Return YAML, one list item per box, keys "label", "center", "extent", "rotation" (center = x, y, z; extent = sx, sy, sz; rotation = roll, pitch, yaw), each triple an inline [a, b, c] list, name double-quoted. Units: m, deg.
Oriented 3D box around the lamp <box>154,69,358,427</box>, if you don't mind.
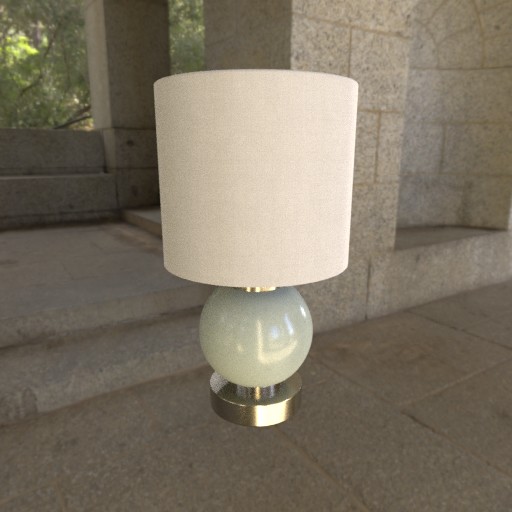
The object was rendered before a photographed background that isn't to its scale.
- label: "lamp"
  center: [0.000, 0.000, 0.487]
  extent: [0.201, 0.353, 0.201]
  rotation: [7, 16, 27]
